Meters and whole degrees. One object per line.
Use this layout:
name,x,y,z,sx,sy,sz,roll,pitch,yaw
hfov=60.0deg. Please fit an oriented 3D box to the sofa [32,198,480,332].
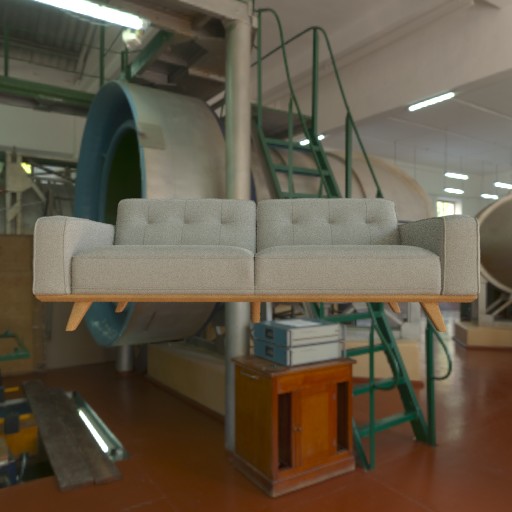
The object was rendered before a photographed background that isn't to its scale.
sofa,0.000,0.000,2.678,2.270,0.781,0.956,0,0,1
